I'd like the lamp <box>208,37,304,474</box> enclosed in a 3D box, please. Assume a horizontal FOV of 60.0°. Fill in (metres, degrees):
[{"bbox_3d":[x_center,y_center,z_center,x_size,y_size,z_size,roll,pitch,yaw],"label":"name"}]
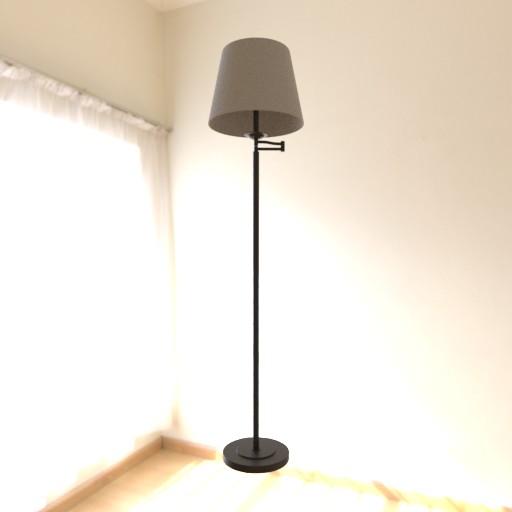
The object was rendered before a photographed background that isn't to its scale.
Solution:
[{"bbox_3d":[0.000,0.000,1.618,0.348,1.473,0.348,0,0,0],"label":"lamp"}]
